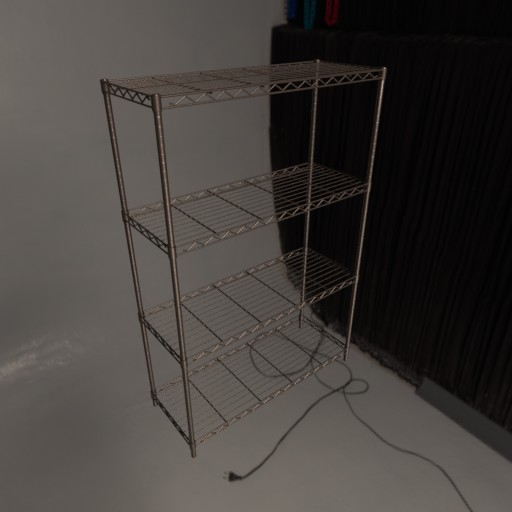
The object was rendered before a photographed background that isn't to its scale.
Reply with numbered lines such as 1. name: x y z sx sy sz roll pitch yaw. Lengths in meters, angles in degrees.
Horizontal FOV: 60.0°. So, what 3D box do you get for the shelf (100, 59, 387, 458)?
1. shelf: 0.000 0.000 1.766 0.907 1.361 0.352 -21 36 -33
